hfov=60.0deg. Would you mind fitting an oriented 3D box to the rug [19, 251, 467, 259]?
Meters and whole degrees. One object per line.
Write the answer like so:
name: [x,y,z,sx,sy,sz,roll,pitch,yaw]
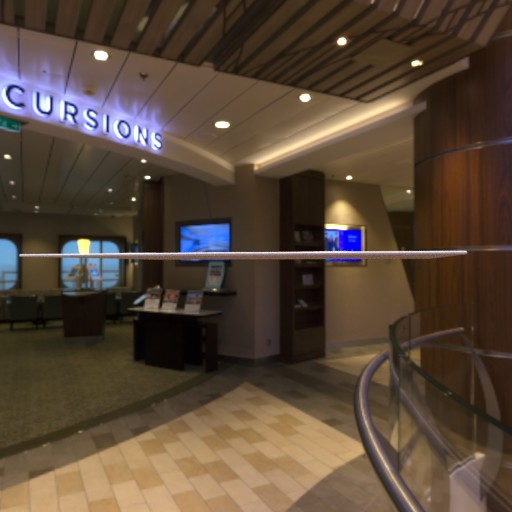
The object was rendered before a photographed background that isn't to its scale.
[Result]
rug: [0.000,0.000,3.095,2.438,0.026,1.706,0,-1,16]
